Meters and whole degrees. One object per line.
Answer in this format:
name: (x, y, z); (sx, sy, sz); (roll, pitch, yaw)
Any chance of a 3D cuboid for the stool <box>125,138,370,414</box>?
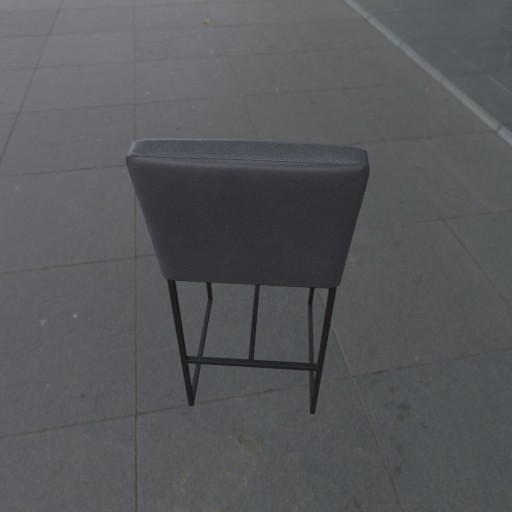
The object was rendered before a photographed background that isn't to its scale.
stool: (0.000, 0.000, 1.335); (0.457, 1.040, 0.552); (3, 45, 3)
